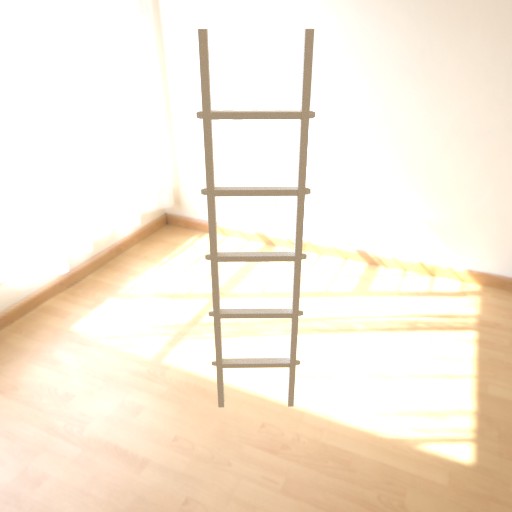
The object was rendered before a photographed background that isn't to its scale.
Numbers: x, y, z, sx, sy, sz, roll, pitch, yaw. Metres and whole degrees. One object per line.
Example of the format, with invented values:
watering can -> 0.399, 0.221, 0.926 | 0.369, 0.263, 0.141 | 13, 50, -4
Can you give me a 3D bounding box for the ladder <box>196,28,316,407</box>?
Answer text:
ladder -> 0.000, 0.000, 1.970 | 0.452, 1.797, 0.051 | 0, 28, -1
